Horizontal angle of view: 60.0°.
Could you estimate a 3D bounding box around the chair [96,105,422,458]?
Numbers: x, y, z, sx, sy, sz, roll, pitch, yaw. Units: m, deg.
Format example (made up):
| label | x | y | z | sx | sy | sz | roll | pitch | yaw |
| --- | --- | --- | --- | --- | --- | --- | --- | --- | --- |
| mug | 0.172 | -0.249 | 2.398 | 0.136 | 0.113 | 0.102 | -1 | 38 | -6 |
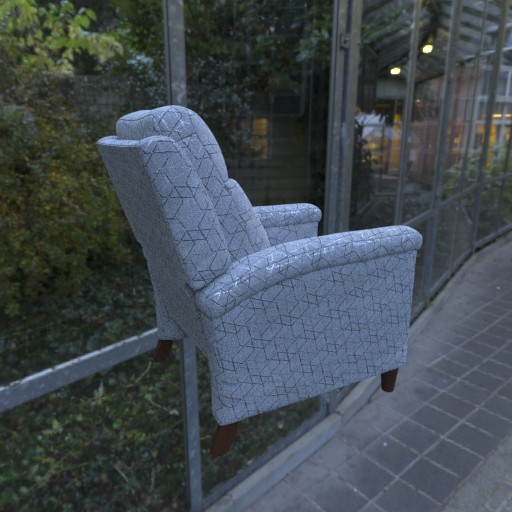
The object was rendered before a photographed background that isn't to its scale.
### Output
| label | x | y | z | sx | sy | sz | roll | pitch | yaw |
| --- | --- | --- | --- | --- | --- | --- | --- | --- | --- |
| chair | 0.000 | 0.000 | 1.681 | 0.987 | 1.048 | 0.753 | -8 | 17 | -27 |
